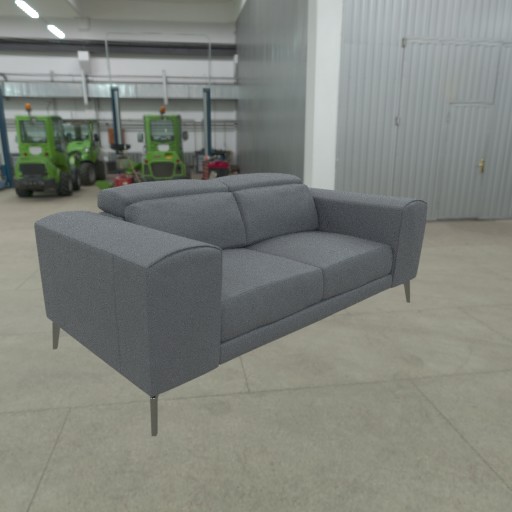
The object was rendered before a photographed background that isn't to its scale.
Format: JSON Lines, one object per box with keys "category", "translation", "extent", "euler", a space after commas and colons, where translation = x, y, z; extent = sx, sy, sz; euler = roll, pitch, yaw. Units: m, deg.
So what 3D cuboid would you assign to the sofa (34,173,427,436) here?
{"category": "sofa", "translation": [0.000, 0.000, 2.357], "extent": [1.895, 0.779, 1.003], "euler": [-14, 21, -42]}
